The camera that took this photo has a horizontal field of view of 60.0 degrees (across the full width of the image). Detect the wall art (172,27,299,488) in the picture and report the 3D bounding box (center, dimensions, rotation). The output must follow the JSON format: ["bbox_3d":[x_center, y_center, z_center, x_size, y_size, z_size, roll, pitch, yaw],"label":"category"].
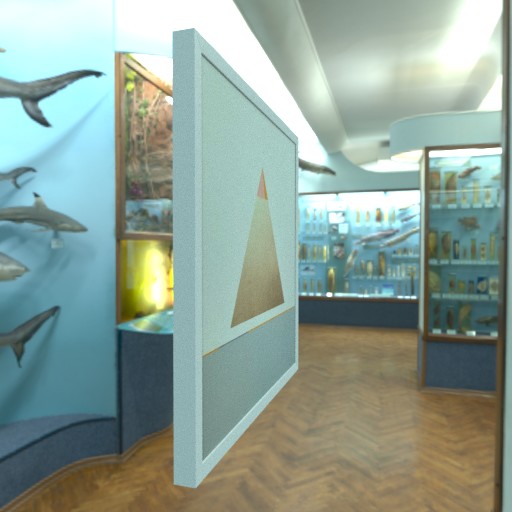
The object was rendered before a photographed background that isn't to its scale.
[{"bbox_3d":[0.000,0.000,1.105,0.041,0.765,0.768,0,1,18],"label":"wall art"}]
